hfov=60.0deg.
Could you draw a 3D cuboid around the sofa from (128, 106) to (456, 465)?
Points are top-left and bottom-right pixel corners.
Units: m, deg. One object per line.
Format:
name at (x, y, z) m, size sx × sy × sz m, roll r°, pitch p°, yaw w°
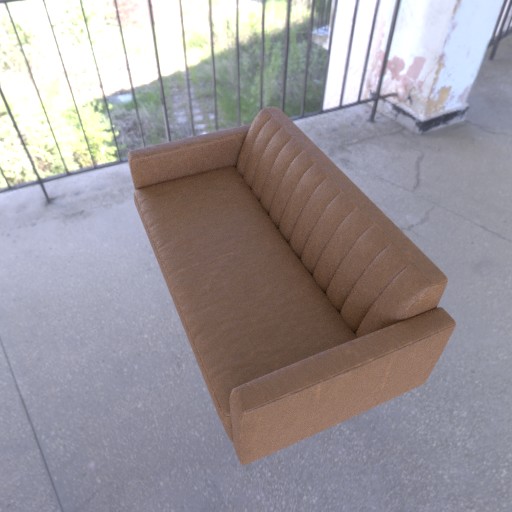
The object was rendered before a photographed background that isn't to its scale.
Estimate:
sofa at (0.000, 0.000, 2.402) m, size 0.993 × 0.821 × 1.847 m, roll -17°, pitch 48°, yaw -16°
